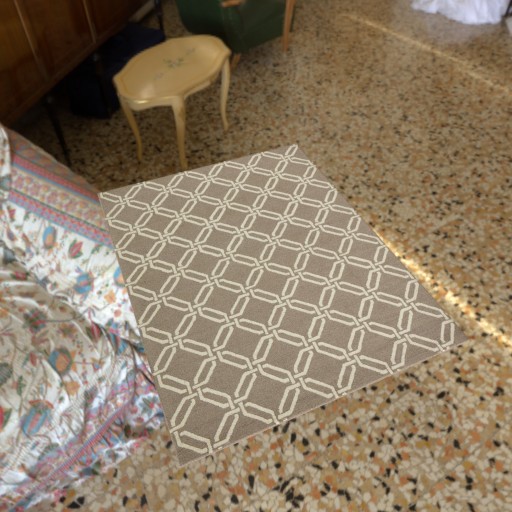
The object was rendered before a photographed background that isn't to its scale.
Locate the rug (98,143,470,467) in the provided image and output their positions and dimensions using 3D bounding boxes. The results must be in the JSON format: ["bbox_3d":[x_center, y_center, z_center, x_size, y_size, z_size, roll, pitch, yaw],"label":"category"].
[{"bbox_3d":[0.000,0.000,3.952,2.288,0.018,2.895,-18,50,-16],"label":"rug"}]
